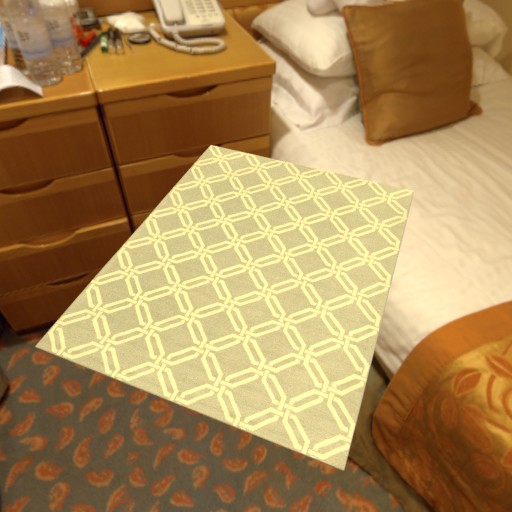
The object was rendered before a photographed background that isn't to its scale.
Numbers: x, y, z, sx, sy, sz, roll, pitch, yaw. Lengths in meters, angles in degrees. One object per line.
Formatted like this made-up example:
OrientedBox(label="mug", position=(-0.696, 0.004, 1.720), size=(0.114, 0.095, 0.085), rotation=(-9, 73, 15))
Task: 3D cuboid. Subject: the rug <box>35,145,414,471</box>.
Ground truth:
OrientedBox(label="rug", position=(0.000, 0.000, 3.845), size=(2.288, 0.018, 2.895), rotation=(16, 48, 15))
